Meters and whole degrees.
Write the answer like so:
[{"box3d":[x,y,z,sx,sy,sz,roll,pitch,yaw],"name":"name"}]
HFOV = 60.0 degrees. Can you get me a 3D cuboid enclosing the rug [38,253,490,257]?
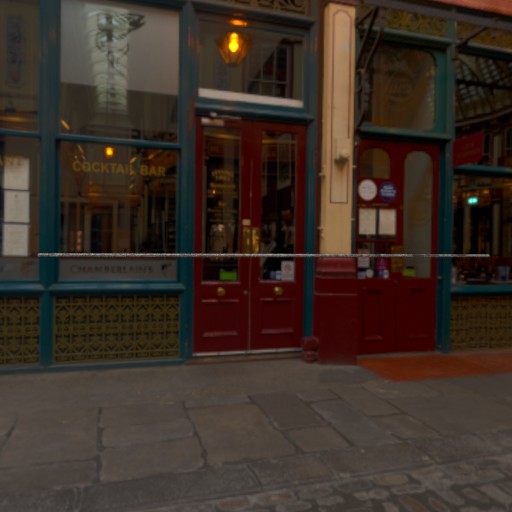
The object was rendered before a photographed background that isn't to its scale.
[{"box3d":[0.000,0.000,4.698,3.824,0.019,2.393,0,0,-17],"name":"rug"}]
